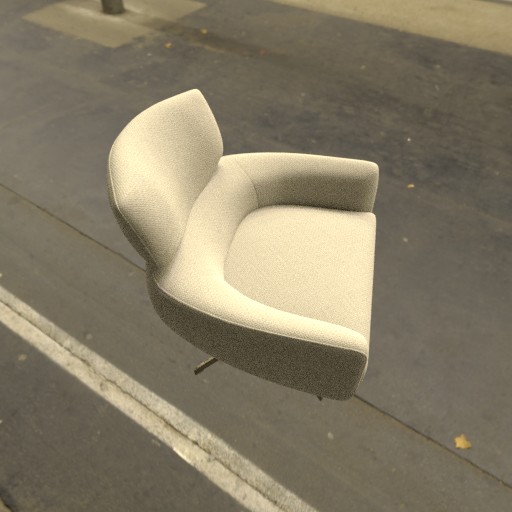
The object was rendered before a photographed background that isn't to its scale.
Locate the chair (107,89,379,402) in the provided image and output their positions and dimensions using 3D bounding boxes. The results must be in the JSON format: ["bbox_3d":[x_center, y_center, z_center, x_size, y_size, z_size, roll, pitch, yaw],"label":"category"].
[{"bbox_3d":[0.000,0.000,1.379,0.730,0.810,0.760,9,48,9],"label":"chair"}]
